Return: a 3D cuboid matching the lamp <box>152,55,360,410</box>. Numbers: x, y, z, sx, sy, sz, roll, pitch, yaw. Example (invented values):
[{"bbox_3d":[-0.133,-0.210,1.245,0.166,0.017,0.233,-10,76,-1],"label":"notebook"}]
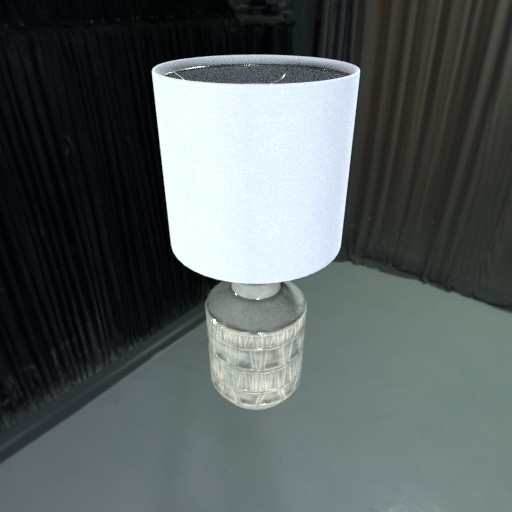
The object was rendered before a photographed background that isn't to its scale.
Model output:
[{"bbox_3d":[0.000,0.000,0.574,0.211,0.455,0.211,21,37,31],"label":"lamp"}]
